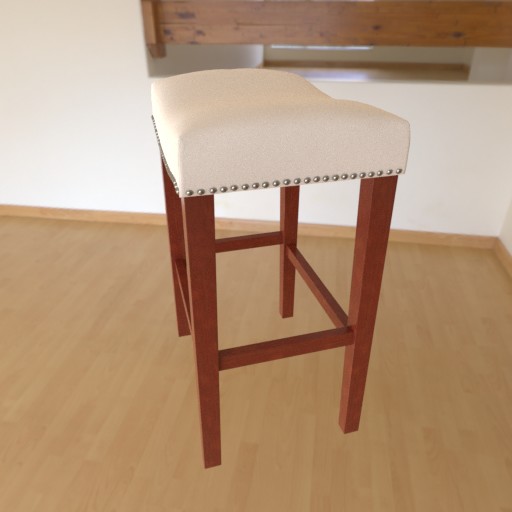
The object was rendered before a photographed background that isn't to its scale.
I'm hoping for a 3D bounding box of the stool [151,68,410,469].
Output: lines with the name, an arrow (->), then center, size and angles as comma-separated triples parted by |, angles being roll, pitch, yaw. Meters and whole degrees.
stool -> 0.000, 0.000, 1.011 | 0.372, 0.742, 0.504 | -8, 31, -14
